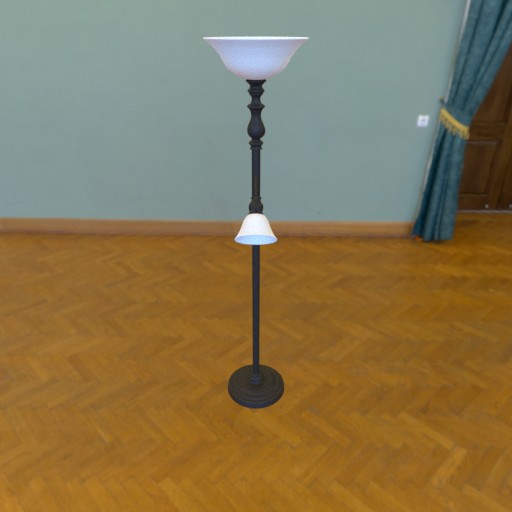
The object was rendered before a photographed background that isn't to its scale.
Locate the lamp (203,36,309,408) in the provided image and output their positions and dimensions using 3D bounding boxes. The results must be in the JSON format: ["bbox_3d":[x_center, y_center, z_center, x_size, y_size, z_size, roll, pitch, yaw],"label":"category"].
[{"bbox_3d":[0.000,0.000,2.033,0.405,1.793,0.588,0,27,0],"label":"lamp"}]
